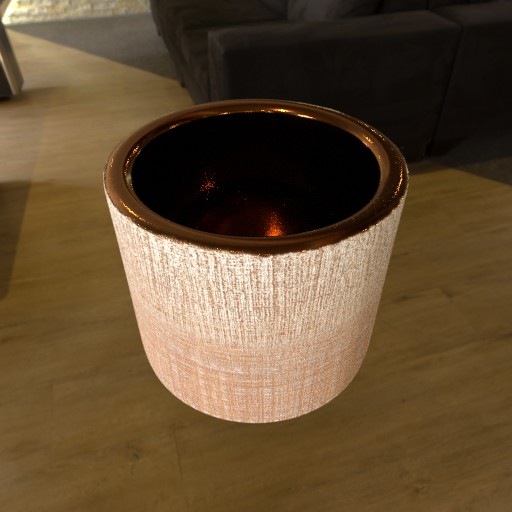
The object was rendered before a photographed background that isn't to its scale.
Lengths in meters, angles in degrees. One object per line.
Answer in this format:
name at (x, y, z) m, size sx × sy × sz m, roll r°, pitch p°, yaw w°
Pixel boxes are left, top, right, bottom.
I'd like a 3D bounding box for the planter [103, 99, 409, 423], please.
planter at (0.000, 0.000, 0.311) m, size 0.177 × 0.157 × 0.177 m, roll 0°, pitch 41°, yaw 0°
